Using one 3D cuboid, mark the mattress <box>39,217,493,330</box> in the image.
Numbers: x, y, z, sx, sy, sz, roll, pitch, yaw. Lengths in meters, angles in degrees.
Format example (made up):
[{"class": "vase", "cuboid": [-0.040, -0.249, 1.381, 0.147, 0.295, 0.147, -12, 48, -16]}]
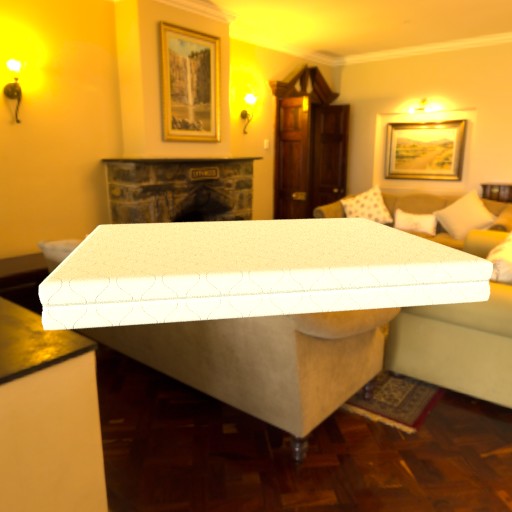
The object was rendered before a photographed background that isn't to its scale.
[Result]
[{"class": "mattress", "cuboid": [0.000, 0.000, 2.490, 1.900, 0.200, 1.400, -2, 13, -10]}]
